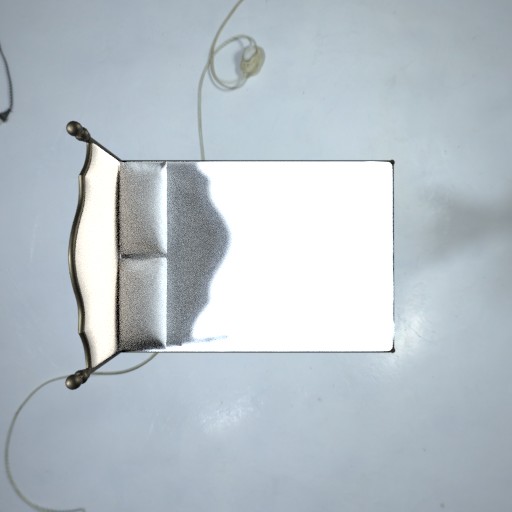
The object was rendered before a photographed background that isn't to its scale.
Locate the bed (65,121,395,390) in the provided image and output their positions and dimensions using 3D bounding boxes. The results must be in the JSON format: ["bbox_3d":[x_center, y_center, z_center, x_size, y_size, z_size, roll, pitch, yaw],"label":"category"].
[{"bbox_3d":[0.000,0.000,3.212,2.170,1.462,1.533,0,90,0],"label":"bed"}]
